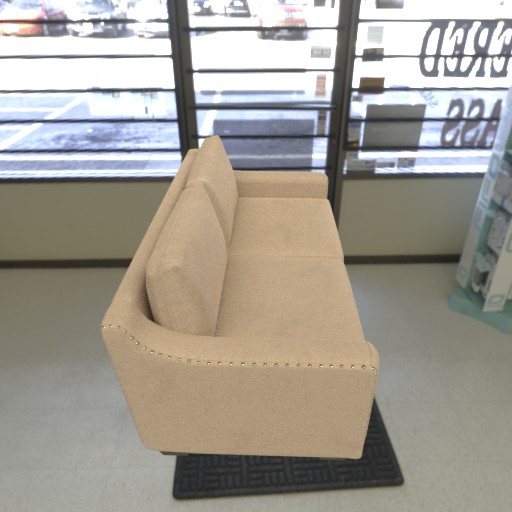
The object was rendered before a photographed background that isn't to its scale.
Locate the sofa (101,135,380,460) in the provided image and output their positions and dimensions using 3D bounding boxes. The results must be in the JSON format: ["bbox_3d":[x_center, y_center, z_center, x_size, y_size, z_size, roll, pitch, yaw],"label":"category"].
[{"bbox_3d":[0.000,0.000,2.510,1.030,0.901,1.967,1,31,2],"label":"sofa"}]
